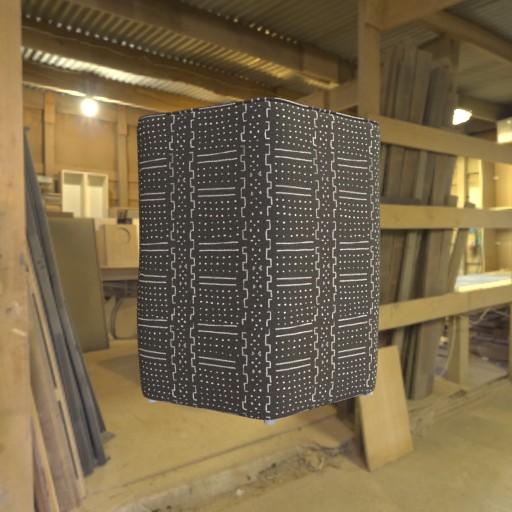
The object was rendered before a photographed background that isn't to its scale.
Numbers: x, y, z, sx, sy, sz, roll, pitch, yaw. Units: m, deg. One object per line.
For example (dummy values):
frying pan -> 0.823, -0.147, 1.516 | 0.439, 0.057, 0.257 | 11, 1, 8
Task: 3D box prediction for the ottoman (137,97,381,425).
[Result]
ottoman -> 0.000, 0.000, 0.902 | 0.494, 0.502, 0.443 | -1, 2, -35
